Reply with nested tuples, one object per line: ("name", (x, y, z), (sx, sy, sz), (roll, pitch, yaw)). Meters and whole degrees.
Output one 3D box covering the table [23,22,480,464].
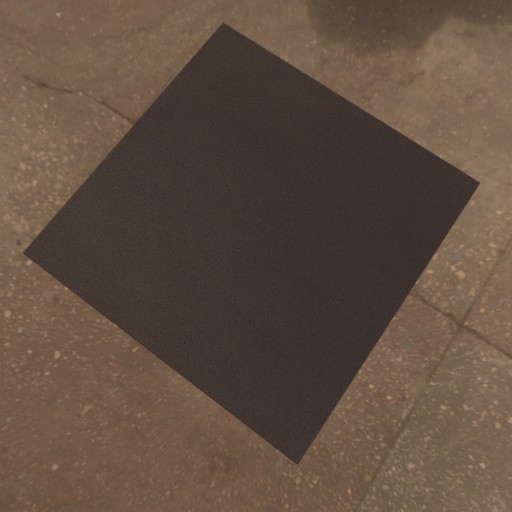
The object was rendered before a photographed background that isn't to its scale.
("table", (0.000, 0.000, 1.386), (0.749, 0.770, 0.749), (35, 79, 8))
